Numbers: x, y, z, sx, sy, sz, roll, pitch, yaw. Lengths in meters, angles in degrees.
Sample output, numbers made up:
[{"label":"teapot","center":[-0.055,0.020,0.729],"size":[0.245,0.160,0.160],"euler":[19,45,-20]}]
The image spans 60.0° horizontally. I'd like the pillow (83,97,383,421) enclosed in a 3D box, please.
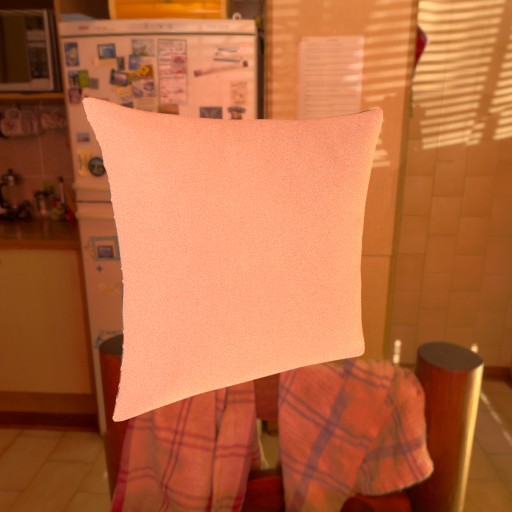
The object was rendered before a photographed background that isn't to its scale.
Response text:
[{"label":"pillow","center":[0.000,0.000,0.778],"size":[0.526,0.507,0.166],"euler":[-7,17,-26]}]
